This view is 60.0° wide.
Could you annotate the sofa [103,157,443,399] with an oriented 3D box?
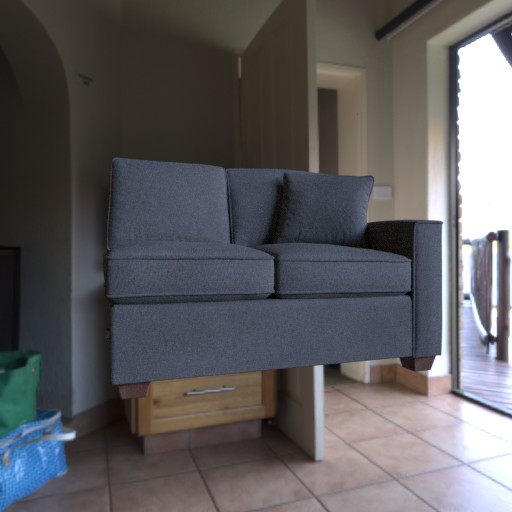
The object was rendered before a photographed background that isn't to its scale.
[{"bbox_3d":[0.000,0.000,2.122,1.388,0.989,0.991,0,0,-18],"label":"sofa"}]
